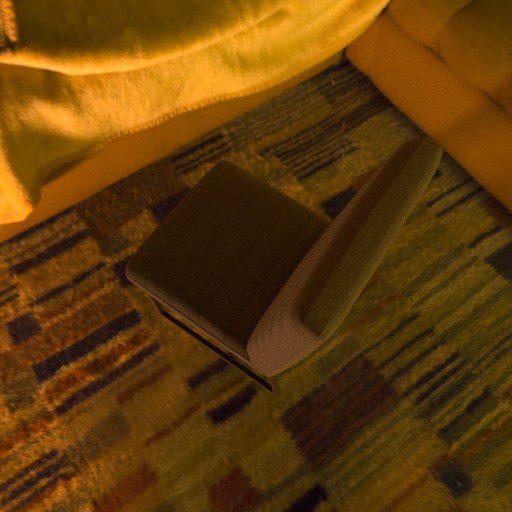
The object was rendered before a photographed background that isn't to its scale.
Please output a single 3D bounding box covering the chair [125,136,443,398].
[{"bbox_3d":[0.000,0.000,1.309,0.634,0.930,0.520,32,68,14],"label":"chair"}]
